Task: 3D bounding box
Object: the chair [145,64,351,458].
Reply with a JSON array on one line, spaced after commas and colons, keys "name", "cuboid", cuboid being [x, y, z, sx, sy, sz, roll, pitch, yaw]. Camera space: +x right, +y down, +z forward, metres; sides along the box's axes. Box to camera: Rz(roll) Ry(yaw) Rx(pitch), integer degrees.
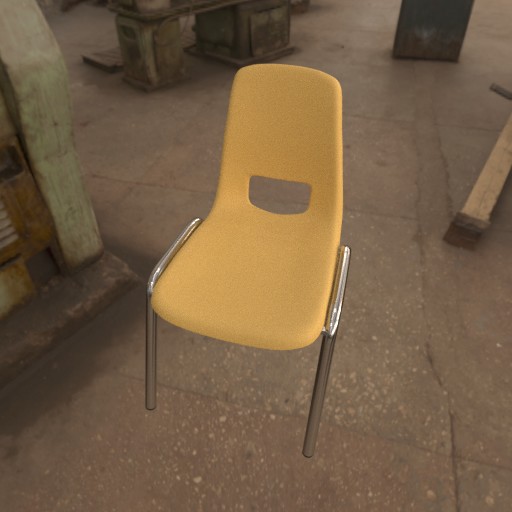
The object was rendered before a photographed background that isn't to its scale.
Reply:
[{"name": "chair", "cuboid": [0.000, 0.000, 0.841, 0.354, 0.586, 0.423, 11, 42, 13]}]
